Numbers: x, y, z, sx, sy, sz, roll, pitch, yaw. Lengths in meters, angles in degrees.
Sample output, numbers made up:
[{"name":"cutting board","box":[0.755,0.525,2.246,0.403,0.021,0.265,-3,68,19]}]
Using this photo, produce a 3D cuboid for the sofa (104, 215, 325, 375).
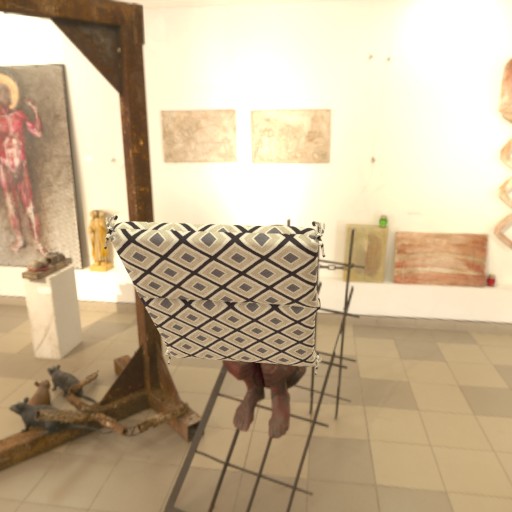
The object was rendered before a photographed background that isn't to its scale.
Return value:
[{"name":"sofa","box":[0.000,0.000,1.907,0.582,0.622,1.663,2,16,8]}]
